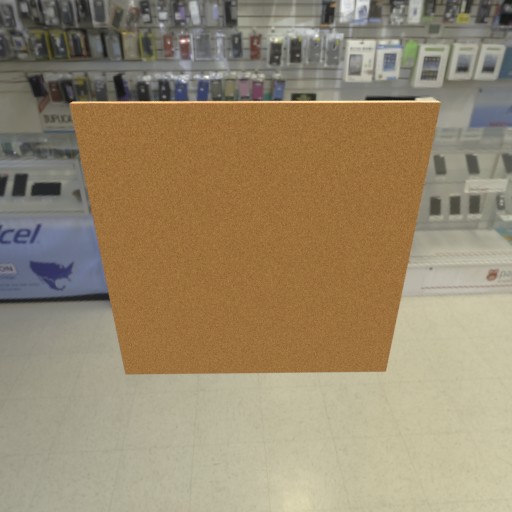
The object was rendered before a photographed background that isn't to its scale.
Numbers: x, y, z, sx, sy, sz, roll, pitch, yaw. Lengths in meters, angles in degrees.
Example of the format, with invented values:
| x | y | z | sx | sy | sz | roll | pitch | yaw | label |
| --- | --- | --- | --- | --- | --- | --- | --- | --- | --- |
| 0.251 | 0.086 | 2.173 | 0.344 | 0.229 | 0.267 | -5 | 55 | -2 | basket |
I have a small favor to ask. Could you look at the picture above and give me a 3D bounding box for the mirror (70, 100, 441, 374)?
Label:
| x | y | z | sx | sy | sz | roll | pitch | yaw | label |
| --- | --- | --- | --- | --- | --- | --- | --- | --- | --- |
| 0.000 | 0.000 | 1.190 | 0.804 | 0.804 | 0.061 | 0 | 31 | -1 | mirror |
